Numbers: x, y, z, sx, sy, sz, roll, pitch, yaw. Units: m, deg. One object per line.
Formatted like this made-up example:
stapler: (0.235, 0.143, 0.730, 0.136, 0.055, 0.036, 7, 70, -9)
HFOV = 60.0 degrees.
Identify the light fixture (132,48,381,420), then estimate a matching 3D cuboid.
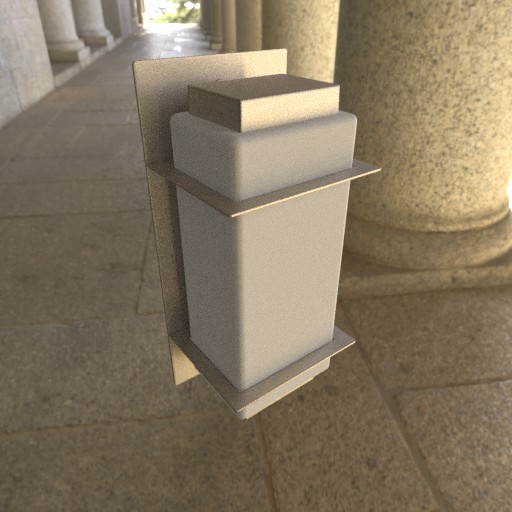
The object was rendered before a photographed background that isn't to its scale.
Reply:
light fixture: (0.000, 0.000, 0.468, 0.168, 0.380, 0.160, -21, 37, -31)
